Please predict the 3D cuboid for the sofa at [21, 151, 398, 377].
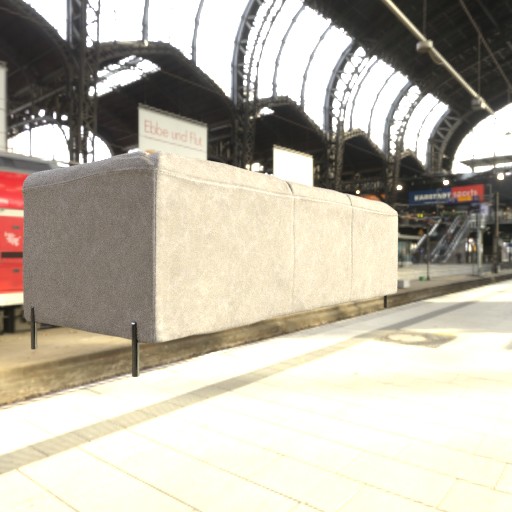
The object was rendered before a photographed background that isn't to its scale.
[{"bbox_3d":[0.000,0.000,2.510,0.899,0.758,2.238,0,1,37],"label":"sofa"}]
